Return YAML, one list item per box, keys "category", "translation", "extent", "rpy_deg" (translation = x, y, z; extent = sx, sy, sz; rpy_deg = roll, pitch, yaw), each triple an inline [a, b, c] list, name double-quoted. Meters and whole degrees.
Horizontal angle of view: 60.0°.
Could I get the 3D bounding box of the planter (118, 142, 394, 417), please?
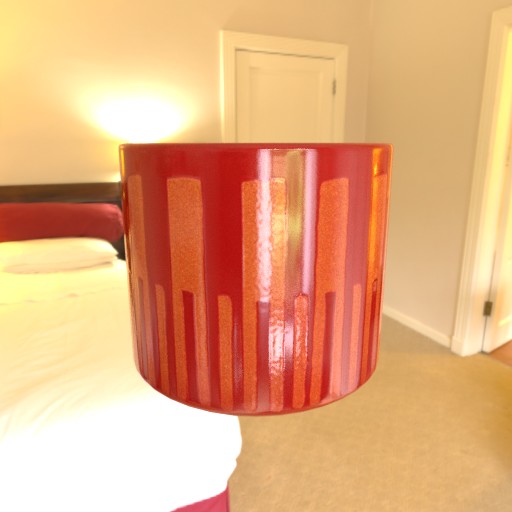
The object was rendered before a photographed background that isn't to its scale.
- category: "planter"
  translation: [0.000, 0.000, 0.409]
  extent: [0.230, 0.202, 0.230]
  rpy_deg: [0, 14, 0]
